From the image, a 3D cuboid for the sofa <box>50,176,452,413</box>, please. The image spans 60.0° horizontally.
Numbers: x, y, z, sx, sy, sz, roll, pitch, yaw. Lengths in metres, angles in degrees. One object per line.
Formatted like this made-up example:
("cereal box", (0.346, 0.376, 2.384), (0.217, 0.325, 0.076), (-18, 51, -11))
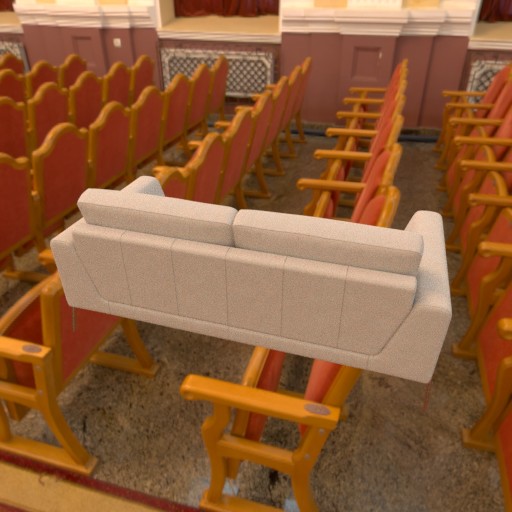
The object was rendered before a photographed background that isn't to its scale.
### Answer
("sofa", (0.000, 0.000, 2.549), (2.017, 0.875, 0.953), (9, 33, 15))
